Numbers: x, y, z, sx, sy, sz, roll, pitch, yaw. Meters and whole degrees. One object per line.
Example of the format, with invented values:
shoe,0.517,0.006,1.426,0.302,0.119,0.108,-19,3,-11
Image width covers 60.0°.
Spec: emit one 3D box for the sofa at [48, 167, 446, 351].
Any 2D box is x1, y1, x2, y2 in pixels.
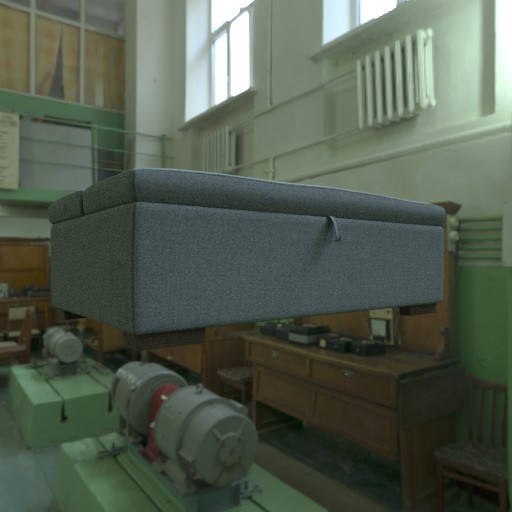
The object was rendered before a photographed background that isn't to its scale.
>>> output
sofa,0.000,0.000,1.621,1.250,0.434,0.817,0,-1,-37
